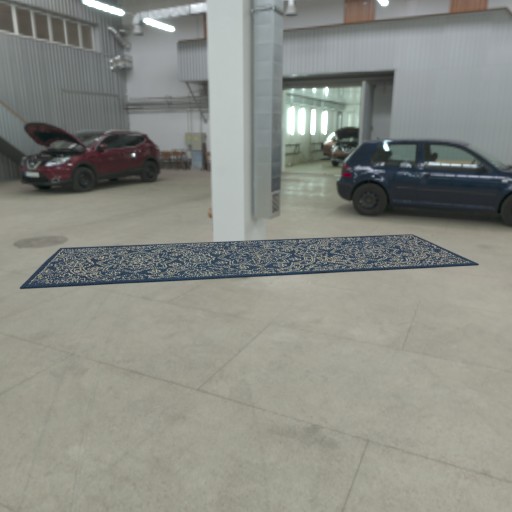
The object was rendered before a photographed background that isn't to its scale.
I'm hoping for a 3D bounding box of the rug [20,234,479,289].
[{"bbox_3d":[0.000,0.000,2.687,2.448,0.012,0.769,-3,16,-9],"label":"rug"}]
